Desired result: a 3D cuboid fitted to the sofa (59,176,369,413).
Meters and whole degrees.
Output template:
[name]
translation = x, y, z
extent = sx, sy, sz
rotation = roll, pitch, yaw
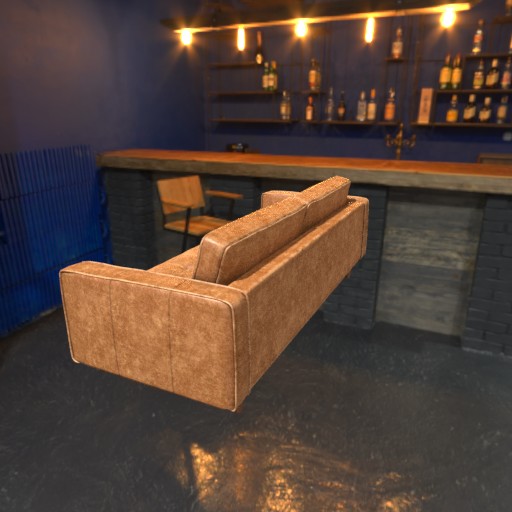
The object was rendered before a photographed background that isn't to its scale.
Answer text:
[sofa]
translation = 0.000, 0.000, 2.703
extent = 0.886, 0.779, 2.199
rotation = 9, 20, 25
